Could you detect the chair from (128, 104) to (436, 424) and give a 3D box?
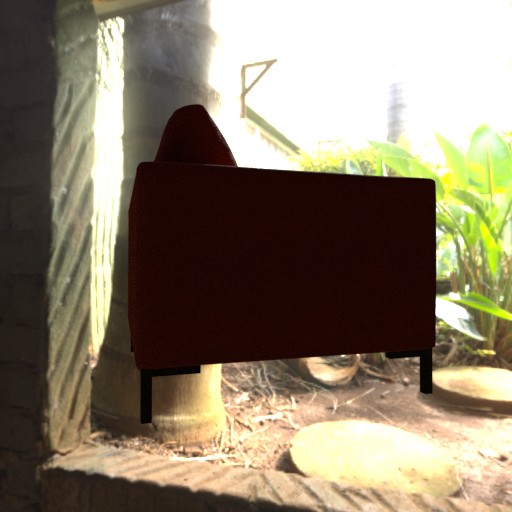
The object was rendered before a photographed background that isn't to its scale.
[{"bbox_3d":[0.000,0.000,1.610,0.875,0.812,0.964,0,-1,-17],"label":"chair"}]
